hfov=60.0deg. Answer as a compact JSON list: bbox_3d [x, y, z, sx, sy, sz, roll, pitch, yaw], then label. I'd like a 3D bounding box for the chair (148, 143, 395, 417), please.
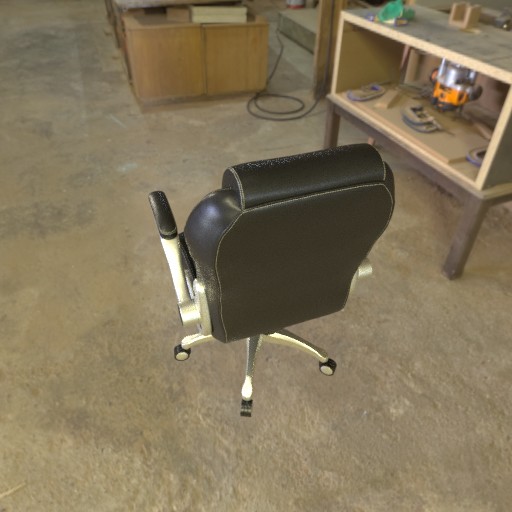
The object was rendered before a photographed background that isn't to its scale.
[{"bbox_3d":[0.000,0.000,1.666,0.724,1.141,0.801,-13,42,-15],"label":"chair"}]
